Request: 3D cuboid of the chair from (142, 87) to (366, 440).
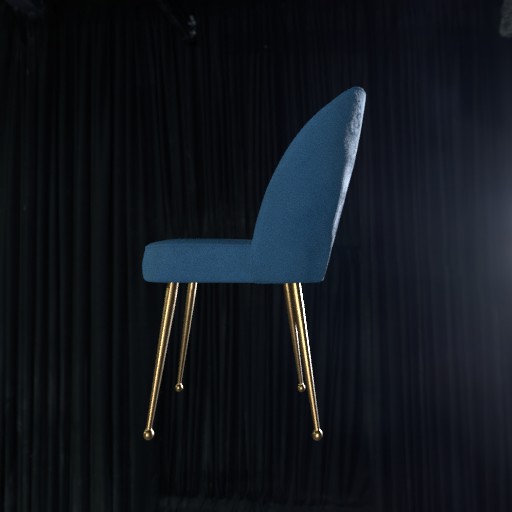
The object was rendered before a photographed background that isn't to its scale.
[{"bbox_3d":[0.000,0.000,1.230,0.577,0.860,0.527,0,-1,0],"label":"chair"}]
